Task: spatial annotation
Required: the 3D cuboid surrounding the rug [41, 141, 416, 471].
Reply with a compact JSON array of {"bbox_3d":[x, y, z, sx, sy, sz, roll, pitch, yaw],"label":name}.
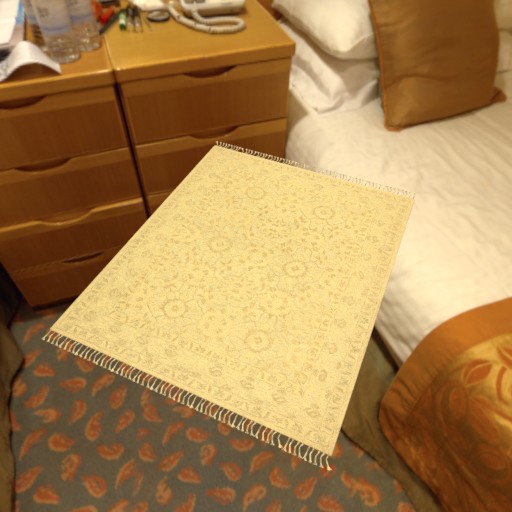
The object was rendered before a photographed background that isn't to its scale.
[{"bbox_3d":[0.000,0.000,4.130,2.444,0.013,3.043,19,51,16],"label":"rug"}]
